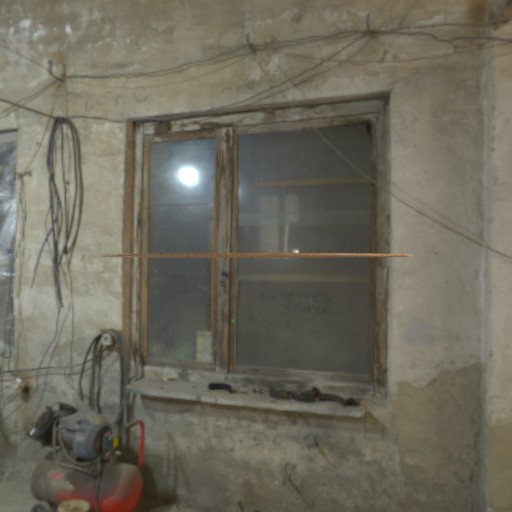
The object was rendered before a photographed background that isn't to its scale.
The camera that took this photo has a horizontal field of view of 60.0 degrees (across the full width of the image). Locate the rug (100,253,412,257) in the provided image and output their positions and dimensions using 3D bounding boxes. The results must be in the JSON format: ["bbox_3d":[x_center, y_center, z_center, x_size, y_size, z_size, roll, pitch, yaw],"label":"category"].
[{"bbox_3d":[0.000,0.000,3.686,2.444,0.015,2.444,0,-1,0],"label":"rug"}]
